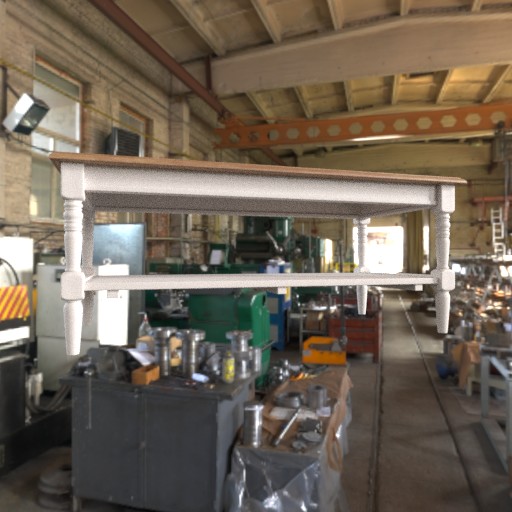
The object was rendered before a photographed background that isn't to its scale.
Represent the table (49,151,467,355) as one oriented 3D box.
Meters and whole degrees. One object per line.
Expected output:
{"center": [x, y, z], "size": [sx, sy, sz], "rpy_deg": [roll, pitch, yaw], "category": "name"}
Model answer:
{"center": [0.000, 0.000, 1.396], "size": [1.118, 0.458, 0.559], "rpy_deg": [0, 0, -17], "category": "table"}
